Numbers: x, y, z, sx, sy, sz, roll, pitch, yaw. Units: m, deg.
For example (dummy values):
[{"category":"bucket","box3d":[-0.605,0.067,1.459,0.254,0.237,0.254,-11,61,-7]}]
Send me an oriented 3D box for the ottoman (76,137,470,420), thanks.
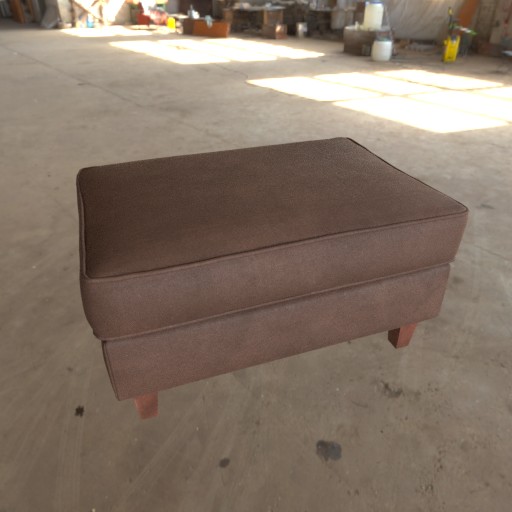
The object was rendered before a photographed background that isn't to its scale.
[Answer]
[{"category":"ottoman","box3d":[0.000,0.000,1.206,0.860,0.481,0.596,-11,34,-16]}]
